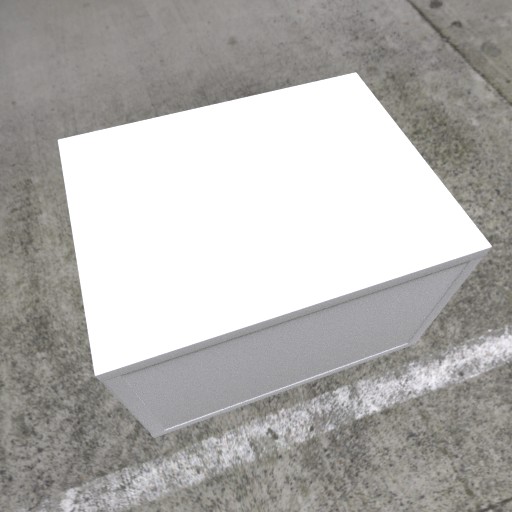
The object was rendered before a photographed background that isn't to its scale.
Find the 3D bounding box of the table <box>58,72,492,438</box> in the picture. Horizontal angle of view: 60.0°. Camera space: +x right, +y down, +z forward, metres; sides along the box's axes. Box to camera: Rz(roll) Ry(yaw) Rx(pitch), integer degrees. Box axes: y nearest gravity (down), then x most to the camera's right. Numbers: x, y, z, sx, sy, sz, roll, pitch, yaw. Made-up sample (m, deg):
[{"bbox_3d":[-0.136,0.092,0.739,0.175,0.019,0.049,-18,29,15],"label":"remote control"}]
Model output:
[{"bbox_3d":[0.000,0.000,0.786,0.517,0.357,0.399,-16,58,-11],"label":"table"}]
